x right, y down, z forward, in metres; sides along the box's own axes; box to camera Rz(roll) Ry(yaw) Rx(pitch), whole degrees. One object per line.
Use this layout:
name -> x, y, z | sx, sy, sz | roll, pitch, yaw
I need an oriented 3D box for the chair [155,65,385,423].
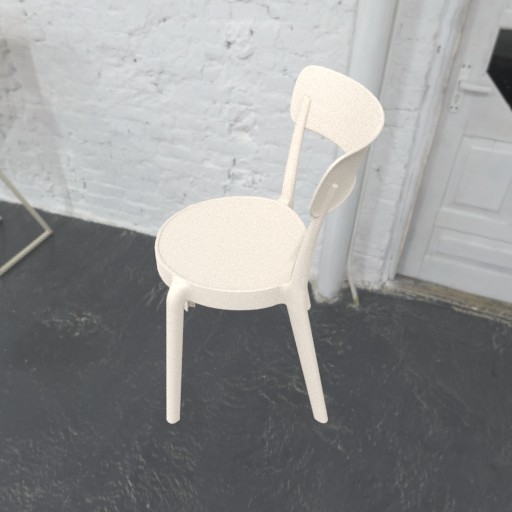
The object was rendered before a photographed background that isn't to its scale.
chair -> 0.000, 0.000, 1.122 | 0.491, 0.790, 0.506 | 0, 39, 0
